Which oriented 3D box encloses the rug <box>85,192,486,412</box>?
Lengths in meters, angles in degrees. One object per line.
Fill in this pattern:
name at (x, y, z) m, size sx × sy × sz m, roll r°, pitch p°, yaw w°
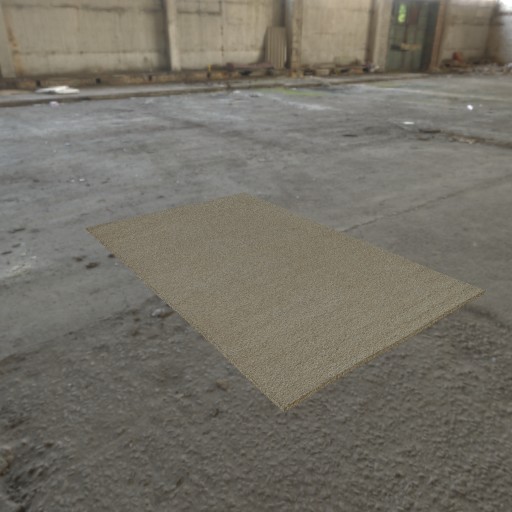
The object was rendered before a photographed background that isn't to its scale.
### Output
rug at (0.000, 0.000, 2.957) m, size 1.500 × 0.025 × 2.346 m, roll -18°, pitch 31°, yaw -33°
